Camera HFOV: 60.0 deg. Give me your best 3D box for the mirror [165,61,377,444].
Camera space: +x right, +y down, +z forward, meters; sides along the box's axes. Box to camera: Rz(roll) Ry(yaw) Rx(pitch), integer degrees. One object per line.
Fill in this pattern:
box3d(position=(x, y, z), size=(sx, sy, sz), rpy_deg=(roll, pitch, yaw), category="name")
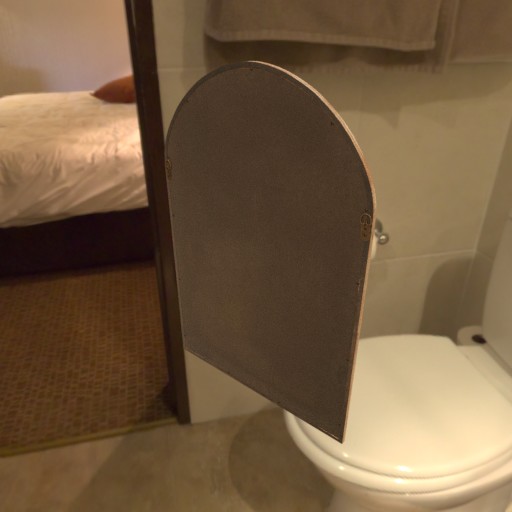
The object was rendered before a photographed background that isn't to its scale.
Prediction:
box3d(position=(0.000, 0.000, 1.133), size=(0.609, 0.915, 0.032), rpy_deg=(21, 35, 33), category="mirror")
